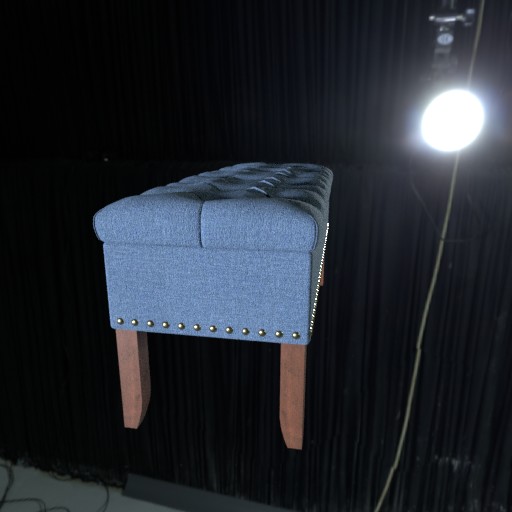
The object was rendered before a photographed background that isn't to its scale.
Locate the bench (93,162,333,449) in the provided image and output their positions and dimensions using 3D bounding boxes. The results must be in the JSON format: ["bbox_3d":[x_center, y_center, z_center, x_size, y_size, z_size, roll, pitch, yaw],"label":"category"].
[{"bbox_3d":[0.000,0.000,1.316,0.417,0.492,1.052,3,16,10],"label":"bench"}]
